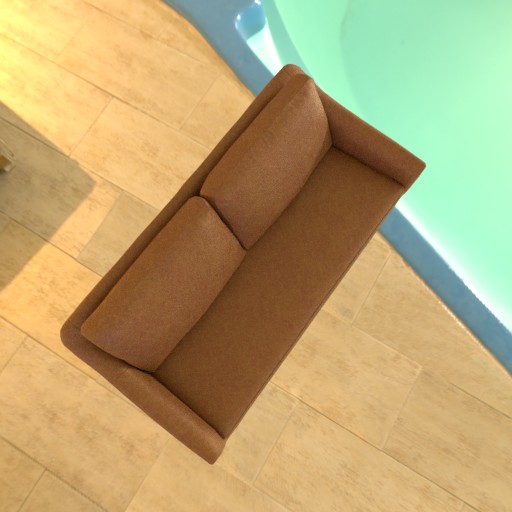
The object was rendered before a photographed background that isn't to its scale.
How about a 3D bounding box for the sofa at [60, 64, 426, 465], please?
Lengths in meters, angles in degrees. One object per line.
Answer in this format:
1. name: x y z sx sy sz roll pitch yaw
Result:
1. sofa: 0.000 0.000 2.561 0.981 0.945 2.036 36 78 9
